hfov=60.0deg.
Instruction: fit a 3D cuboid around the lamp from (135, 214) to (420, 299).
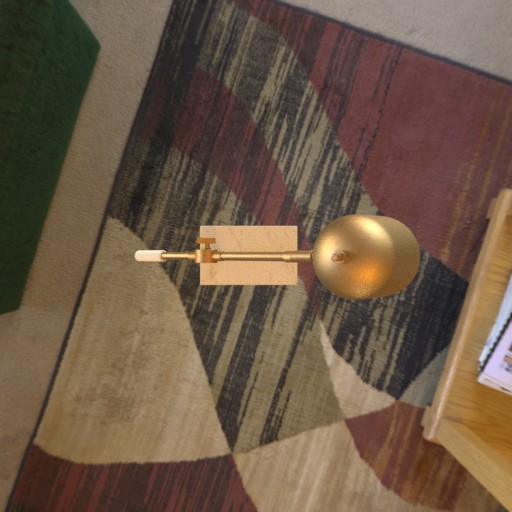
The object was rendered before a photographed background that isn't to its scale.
[{"bbox_3d":[0.000,0.000,0.813,0.471,0.603,0.144,0,90,-1],"label":"lamp"}]
